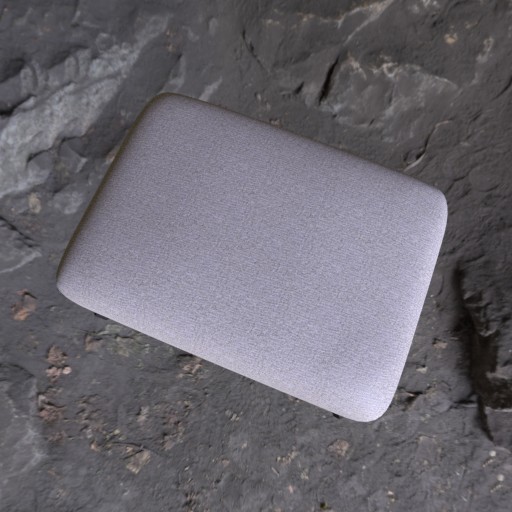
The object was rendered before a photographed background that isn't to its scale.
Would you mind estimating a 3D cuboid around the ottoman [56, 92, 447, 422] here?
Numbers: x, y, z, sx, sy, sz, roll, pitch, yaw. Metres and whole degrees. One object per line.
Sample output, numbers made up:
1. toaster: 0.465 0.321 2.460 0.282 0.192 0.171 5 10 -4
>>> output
1. ottoman: 0.000 0.000 1.096 0.772 0.420 0.568 21 76 6
